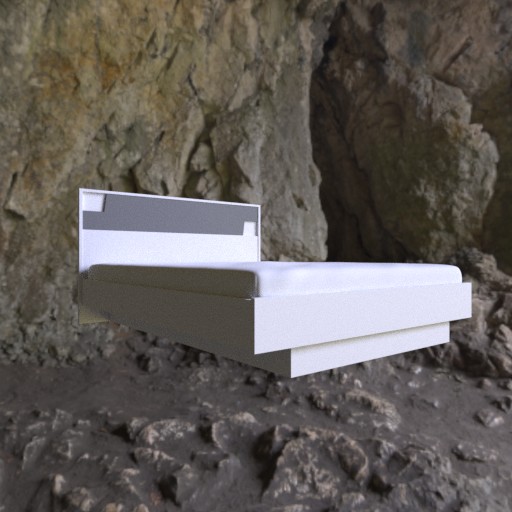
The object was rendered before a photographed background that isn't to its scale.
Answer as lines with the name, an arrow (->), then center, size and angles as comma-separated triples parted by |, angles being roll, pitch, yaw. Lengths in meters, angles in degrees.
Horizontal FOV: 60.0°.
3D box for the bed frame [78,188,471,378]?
bed frame -> 0.000, 0.000, 2.992 | 1.711, 1.001, 2.100 | 0, 0, -38
